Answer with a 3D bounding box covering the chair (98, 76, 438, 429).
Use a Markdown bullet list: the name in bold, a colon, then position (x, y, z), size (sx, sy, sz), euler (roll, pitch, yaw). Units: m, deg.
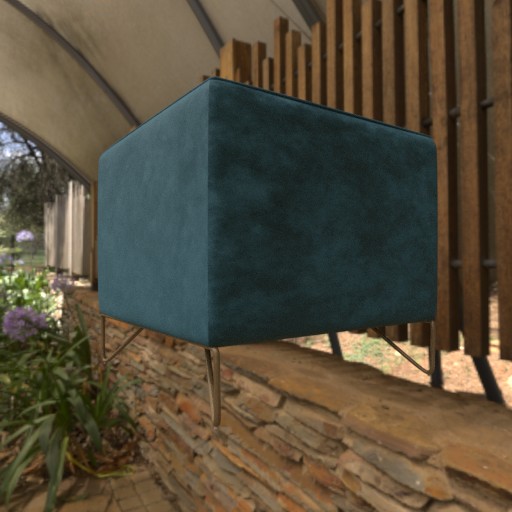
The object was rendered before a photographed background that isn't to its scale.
- **chair**: position (0.000, 0.000, 1.565), size (0.880, 0.790, 0.894), euler (1, -1, -35)
